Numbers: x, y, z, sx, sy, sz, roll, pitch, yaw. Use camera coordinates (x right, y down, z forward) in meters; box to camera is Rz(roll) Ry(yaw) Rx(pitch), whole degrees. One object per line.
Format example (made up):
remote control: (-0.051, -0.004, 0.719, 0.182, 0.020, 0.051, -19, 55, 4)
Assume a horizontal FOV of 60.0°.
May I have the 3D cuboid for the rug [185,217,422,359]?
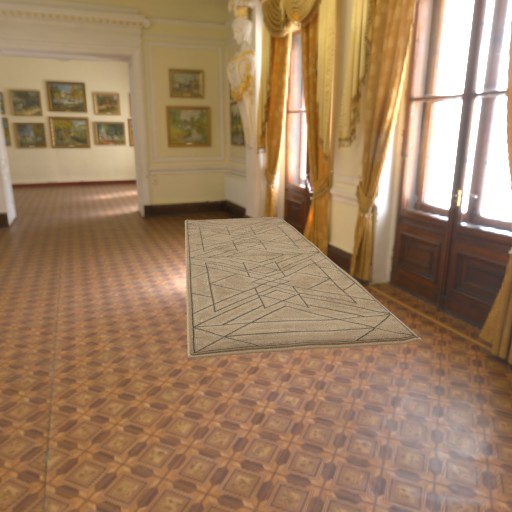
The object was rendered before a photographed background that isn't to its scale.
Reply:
rug: (0.000, 0.000, 2.649, 0.831, 0.036, 2.381, -2, 16, -9)
